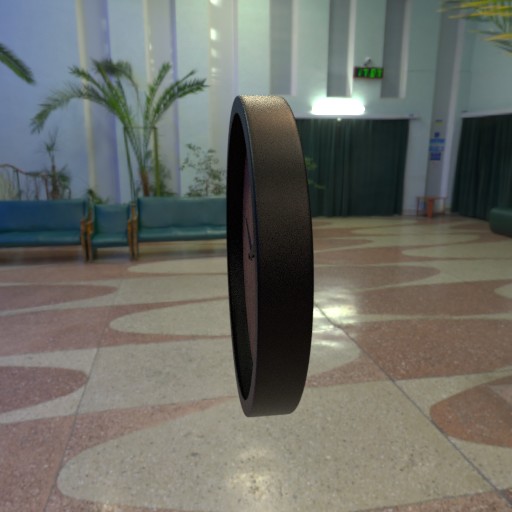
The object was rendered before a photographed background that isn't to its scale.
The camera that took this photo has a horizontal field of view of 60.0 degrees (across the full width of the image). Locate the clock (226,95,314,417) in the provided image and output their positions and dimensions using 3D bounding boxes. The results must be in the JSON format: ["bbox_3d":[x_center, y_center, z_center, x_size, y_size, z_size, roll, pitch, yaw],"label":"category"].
[{"bbox_3d":[0.000,0.000,0.460,0.040,0.314,0.314,-2,13,-8],"label":"clock"}]
